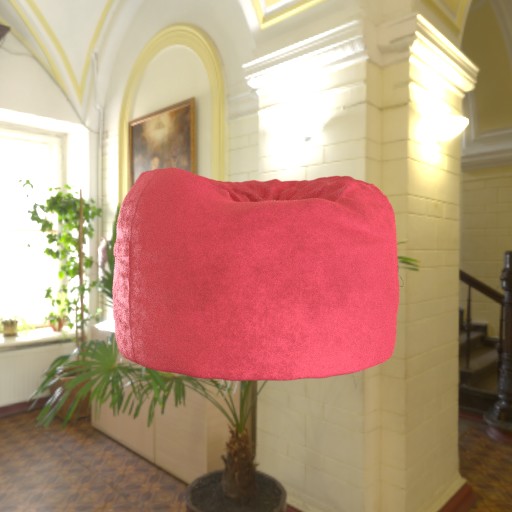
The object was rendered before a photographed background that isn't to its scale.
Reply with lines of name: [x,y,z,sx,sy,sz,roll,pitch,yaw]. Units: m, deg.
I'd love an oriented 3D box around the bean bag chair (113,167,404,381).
bean bag chair: [0.000,0.000,1.963,1.218,0.788,1.218,0,1,0]
